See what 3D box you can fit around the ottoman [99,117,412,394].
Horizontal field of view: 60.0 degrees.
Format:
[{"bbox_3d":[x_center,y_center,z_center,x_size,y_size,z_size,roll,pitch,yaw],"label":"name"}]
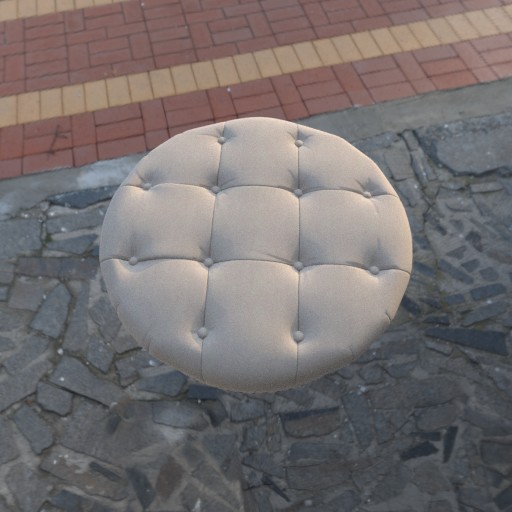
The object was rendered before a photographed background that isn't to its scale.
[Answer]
[{"bbox_3d":[0.000,0.000,1.425,0.901,0.439,0.901,0,63,0],"label":"ottoman"}]
